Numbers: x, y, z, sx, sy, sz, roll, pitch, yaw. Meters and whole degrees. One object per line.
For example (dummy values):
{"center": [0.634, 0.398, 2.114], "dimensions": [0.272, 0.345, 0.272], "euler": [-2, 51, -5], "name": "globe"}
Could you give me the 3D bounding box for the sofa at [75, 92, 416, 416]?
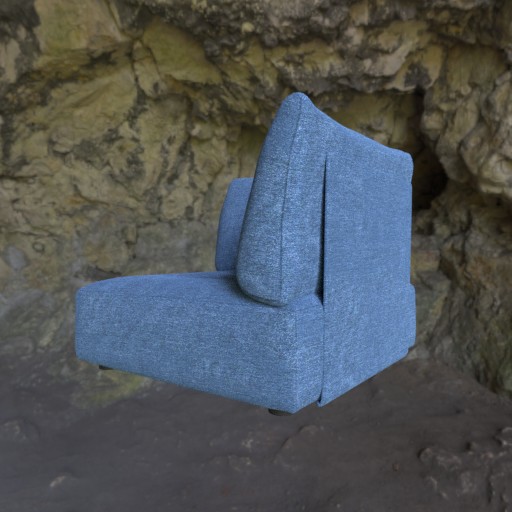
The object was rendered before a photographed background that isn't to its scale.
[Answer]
{"center": [0.000, 0.000, 1.735], "dimensions": [1.000, 0.820, 1.000], "euler": [1, 1, 36], "name": "sofa"}
